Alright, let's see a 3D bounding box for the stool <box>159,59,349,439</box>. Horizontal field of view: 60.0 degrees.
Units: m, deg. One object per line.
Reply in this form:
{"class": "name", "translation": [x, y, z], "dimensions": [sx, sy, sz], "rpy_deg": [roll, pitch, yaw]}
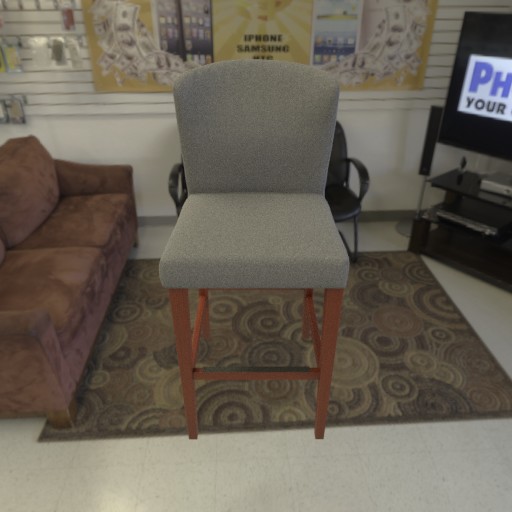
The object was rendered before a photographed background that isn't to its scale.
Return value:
{"class": "stool", "translation": [0.000, 0.000, 1.379], "dimensions": [0.481, 1.069, 0.568], "rpy_deg": [0, 30, 0]}
